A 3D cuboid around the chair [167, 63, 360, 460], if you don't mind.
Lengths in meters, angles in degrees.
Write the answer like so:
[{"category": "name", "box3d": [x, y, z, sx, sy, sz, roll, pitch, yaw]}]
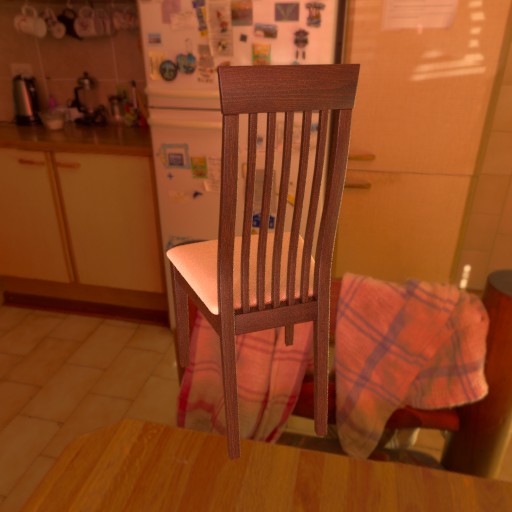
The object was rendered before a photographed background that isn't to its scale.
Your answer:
[{"category": "chair", "box3d": [0.000, 0.000, 1.268, 0.460, 1.027, 0.474, -8, 27, -16]}]
